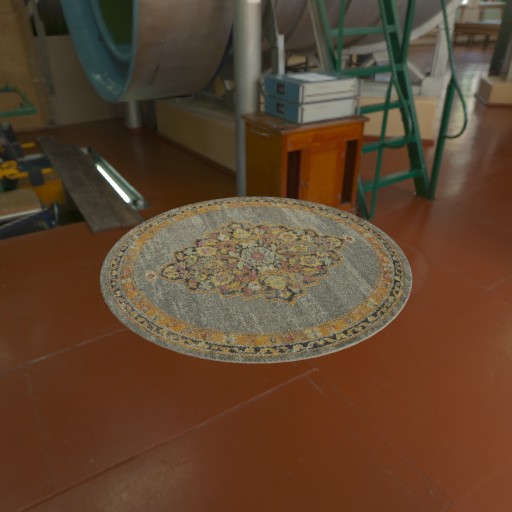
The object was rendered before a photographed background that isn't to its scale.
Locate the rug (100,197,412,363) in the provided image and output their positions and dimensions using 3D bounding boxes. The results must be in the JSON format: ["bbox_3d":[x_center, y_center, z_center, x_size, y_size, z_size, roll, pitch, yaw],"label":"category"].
[{"bbox_3d":[0.000,0.000,2.371,1.598,0.010,1.598,0,31,0],"label":"rug"}]
